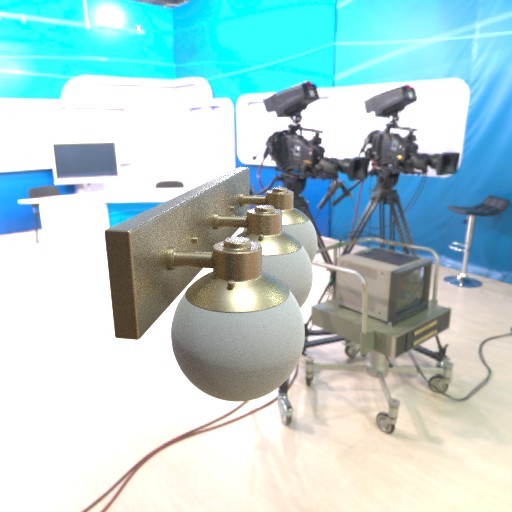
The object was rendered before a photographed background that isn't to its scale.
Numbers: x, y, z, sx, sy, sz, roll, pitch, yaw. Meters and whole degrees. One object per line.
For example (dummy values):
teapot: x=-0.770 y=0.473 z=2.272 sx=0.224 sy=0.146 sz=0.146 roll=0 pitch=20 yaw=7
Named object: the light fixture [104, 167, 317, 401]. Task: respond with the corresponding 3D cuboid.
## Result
light fixture: x=0.000 y=0.000 z=0.847 sx=0.218 sy=0.263 sz=0.721 roll=3 pitch=17 yaw=9
